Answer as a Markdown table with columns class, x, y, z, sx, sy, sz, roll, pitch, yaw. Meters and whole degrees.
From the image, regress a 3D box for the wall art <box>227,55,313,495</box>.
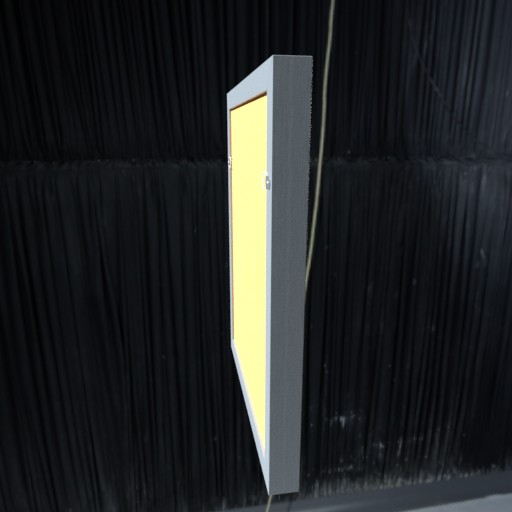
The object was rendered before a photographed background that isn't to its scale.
| class | x | y | z | sx | sy | sz | roll | pitch | yaw |
| --- | --- | --- | --- | --- | --- | --- | --- | --- | --- |
| wall art | 0.000 | 0.000 | 0.512 | 0.030 | 0.379 | 0.308 | -3 | 15 | -9 |
